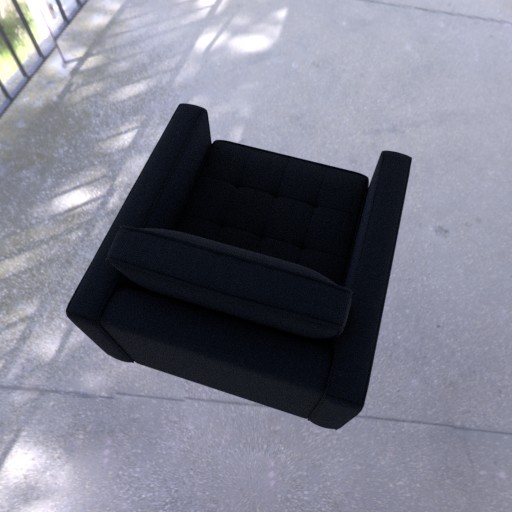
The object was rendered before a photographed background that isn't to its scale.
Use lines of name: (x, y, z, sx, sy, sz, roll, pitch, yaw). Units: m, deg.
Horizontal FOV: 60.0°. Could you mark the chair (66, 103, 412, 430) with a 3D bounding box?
chair: (0.000, 0.000, 1.593, 0.899, 0.770, 0.920, 16, 63, 8)
